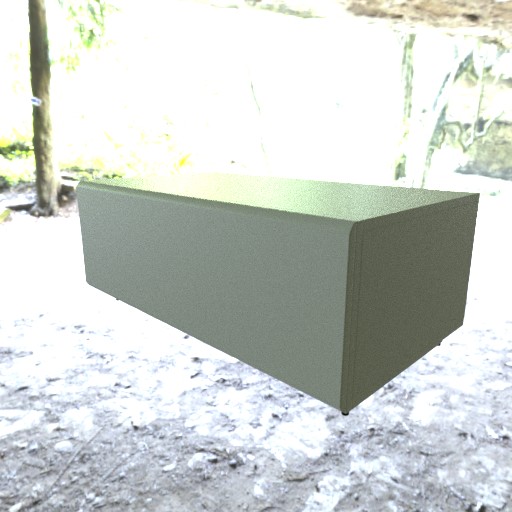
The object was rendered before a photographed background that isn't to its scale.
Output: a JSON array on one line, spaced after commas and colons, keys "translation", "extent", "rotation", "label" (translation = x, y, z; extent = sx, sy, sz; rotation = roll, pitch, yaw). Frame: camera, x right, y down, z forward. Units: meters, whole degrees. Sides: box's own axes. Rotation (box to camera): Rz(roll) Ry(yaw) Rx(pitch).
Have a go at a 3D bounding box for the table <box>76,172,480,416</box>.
[{"translation": [0.000, 0.000, 1.406], "extent": [1.097, 0.442, 0.639], "rotation": [14, 21, 43], "label": "table"}]
